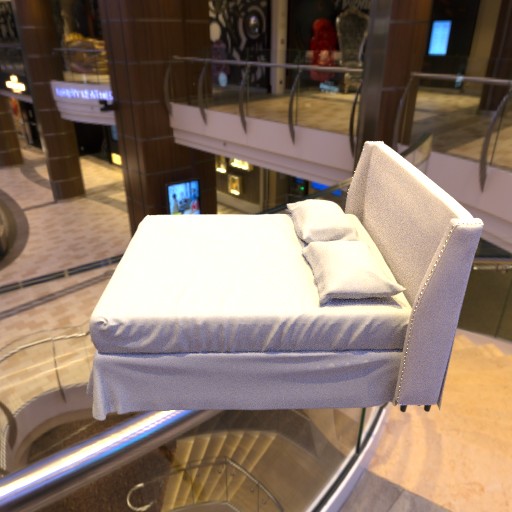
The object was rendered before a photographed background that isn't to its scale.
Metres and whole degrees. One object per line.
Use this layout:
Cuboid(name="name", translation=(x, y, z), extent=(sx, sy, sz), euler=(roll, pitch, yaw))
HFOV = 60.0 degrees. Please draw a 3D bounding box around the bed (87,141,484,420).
Cuboid(name="bed", translation=(0.000, 0.000, 3.328), extent=(2.276, 1.332, 1.925), euler=(-1, 27, -1))
